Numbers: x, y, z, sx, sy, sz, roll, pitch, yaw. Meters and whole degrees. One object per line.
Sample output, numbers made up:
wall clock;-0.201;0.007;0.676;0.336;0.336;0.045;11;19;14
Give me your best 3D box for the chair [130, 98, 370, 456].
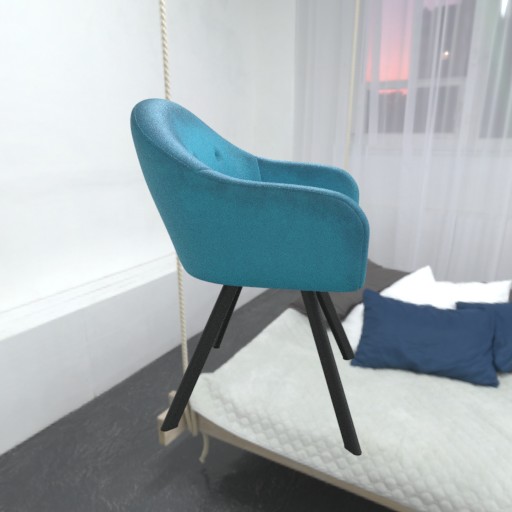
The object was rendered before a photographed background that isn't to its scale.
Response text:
chair;0.000;0.000;1.157;0.570;0.780;0.540;3;17;10
